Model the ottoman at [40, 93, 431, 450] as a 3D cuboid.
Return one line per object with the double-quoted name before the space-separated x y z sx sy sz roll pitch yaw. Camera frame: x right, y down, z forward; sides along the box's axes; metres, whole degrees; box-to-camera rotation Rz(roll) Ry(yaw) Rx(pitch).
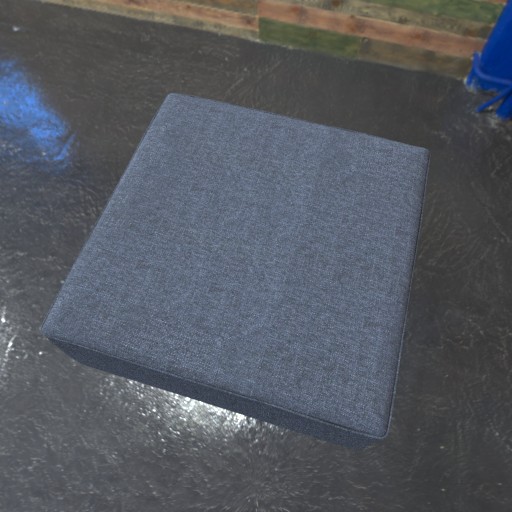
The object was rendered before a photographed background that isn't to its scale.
"ottoman" 0.000 0.000 1.559 1.017 0.423 1.023 15 64 8
